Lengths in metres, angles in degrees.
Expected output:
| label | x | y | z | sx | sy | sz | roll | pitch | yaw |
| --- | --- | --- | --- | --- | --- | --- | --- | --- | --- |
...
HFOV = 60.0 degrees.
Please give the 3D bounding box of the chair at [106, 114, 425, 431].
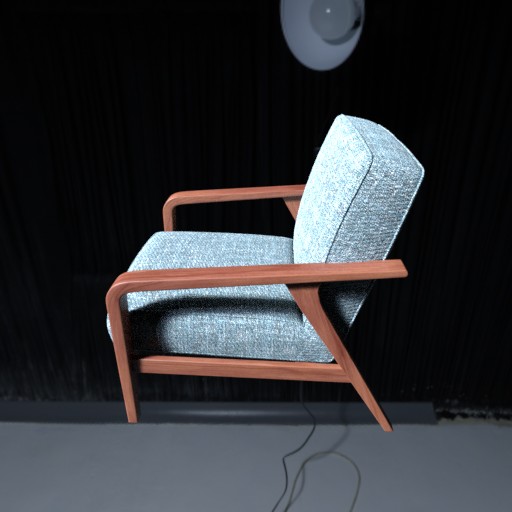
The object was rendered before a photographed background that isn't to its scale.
| label | x | y | z | sx | sy | sz | roll | pitch | yaw |
| --- | --- | --- | --- | --- | --- | --- | --- | --- | --- |
| chair | 0.000 | 0.000 | 1.506 | 0.889 | 0.864 | 0.719 | 1 | 27 | 2 |
